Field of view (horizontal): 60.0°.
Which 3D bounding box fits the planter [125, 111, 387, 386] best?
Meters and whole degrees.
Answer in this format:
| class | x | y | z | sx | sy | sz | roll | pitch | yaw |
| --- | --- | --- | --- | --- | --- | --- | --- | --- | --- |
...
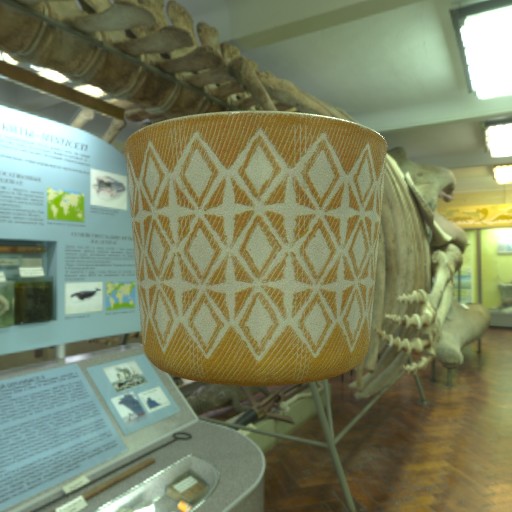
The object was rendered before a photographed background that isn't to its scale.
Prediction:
| class | x | y | z | sx | sy | sz | roll | pitch | yaw |
| --- | --- | --- | --- | --- | --- | --- | --- | --- | --- |
| planter | 0.000 | 0.000 | 0.223 | 0.126 | 0.104 | 0.126 | 0 | -1 | 0 |
